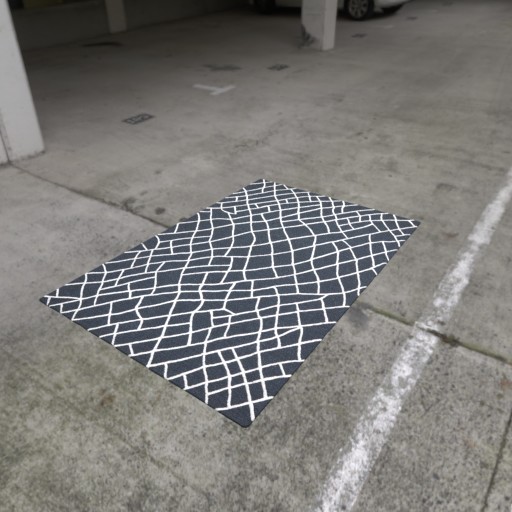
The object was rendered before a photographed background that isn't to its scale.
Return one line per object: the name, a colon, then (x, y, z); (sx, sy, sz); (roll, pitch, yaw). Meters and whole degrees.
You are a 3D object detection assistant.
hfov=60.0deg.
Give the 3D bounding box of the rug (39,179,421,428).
rug: (0.000, 0.000, 2.419); (1.223, 0.013, 1.830); (21, 37, 29)
